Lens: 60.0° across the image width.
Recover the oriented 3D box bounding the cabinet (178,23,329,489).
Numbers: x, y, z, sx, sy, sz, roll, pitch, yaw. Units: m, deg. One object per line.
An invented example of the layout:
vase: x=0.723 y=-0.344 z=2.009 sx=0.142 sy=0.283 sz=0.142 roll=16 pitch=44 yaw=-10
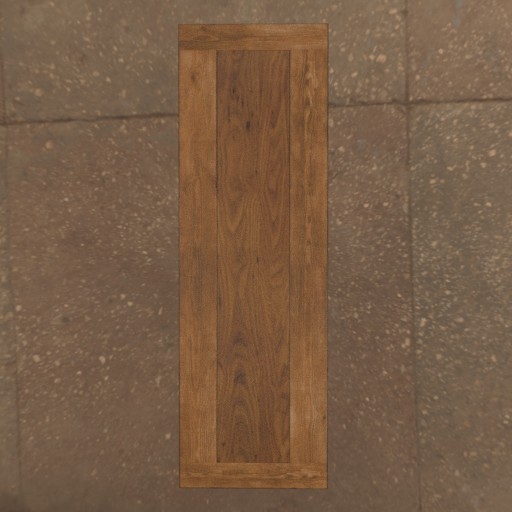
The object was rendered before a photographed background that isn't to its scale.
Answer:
cabinet: x=0.000 y=0.000 z=1.810 sx=0.480 sy=0.813 sz=1.474 roll=0 pitch=91 yaw=1
